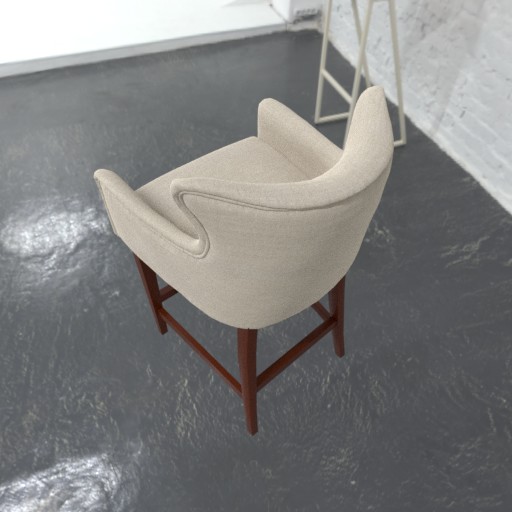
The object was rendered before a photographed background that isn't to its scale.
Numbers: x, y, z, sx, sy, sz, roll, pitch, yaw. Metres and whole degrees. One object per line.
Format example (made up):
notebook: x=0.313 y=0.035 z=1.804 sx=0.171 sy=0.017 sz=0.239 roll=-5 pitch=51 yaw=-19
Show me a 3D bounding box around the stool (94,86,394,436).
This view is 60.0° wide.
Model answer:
stool: x=0.000 y=0.000 z=1.345 sx=0.615 sy=0.987 sz=0.637 roll=-32 pitch=55 yaw=-25
